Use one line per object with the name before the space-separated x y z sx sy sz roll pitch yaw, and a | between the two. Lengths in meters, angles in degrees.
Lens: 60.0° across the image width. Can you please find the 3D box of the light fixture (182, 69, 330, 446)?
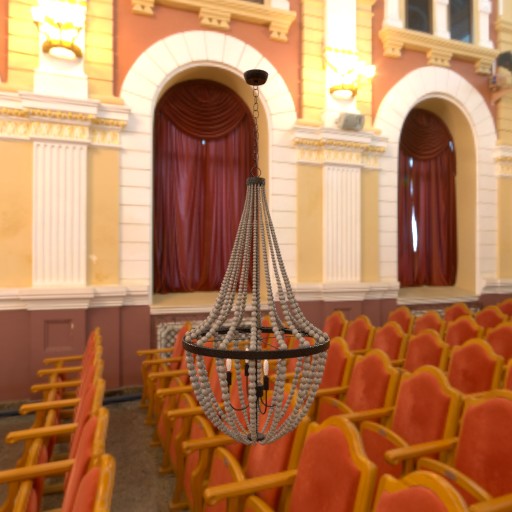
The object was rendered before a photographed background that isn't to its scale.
light fixture | 0.000 0.000 1.374 0.450 1.133 0.450 0 -1 0
